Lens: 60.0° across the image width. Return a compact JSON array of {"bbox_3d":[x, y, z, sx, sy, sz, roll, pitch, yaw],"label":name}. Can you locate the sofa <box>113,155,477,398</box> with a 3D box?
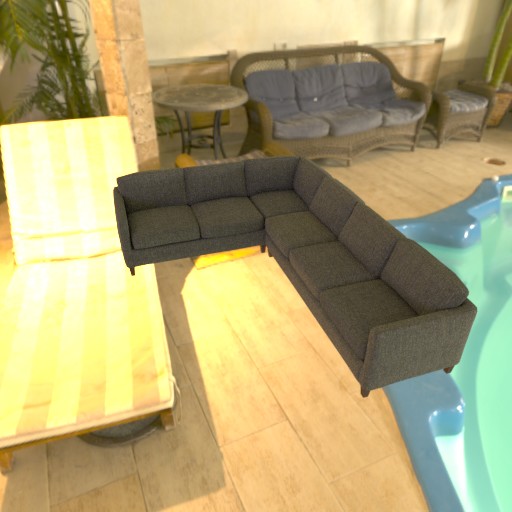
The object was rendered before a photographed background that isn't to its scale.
[{"bbox_3d":[0.000,0.000,4.479,2.593,0.947,3.302,-10,34,-15],"label":"sofa"}]
